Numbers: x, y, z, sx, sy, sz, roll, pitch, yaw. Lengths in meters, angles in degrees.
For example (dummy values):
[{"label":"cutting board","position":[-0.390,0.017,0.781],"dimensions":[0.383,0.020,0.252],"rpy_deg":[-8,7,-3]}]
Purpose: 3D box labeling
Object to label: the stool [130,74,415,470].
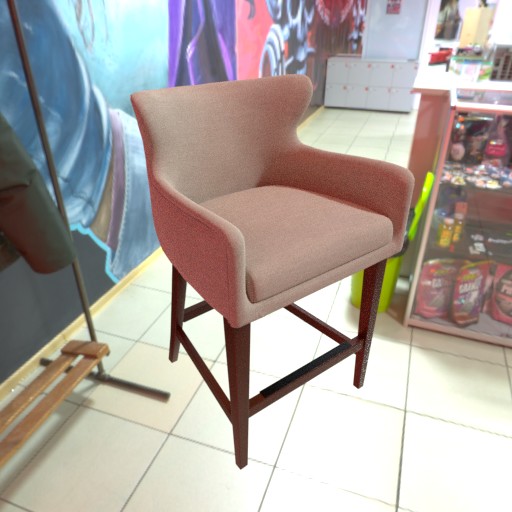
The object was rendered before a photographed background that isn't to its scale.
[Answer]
[{"label":"stool","position":[0.000,0.000,1.378],"dimensions":[0.615,0.987,0.637],"rpy_deg":[-21,36,-32]}]
